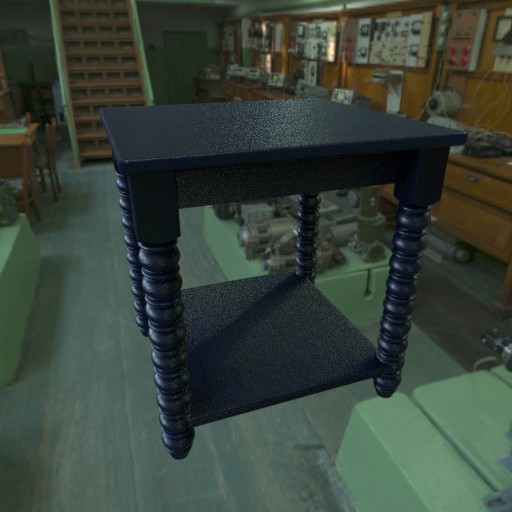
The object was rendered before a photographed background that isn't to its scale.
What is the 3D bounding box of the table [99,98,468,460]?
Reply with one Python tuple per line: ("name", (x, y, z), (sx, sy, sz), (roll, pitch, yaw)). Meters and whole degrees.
("table", (0.000, 0.000, 0.944), (0.533, 0.567, 0.500), (-9, 27, -18))
